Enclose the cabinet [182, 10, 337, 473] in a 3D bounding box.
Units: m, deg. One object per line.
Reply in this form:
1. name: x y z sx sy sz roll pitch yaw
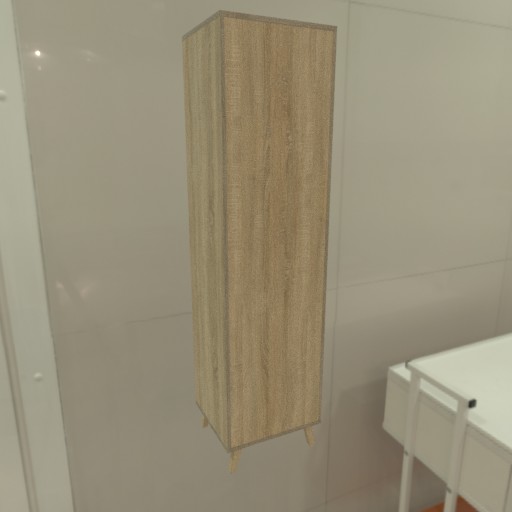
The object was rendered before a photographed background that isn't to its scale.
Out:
1. cabinet: 0.000 0.000 2.118 0.510 1.960 0.450 -7 16 -25
